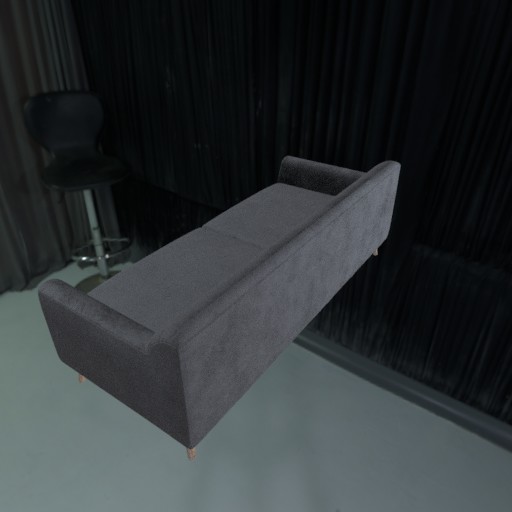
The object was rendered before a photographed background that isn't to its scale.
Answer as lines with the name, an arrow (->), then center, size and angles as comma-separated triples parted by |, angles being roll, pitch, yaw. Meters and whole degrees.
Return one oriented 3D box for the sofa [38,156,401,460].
sofa -> 0.000, 0.000, 2.639 | 0.900, 0.740, 2.190 | 20, 37, 29
